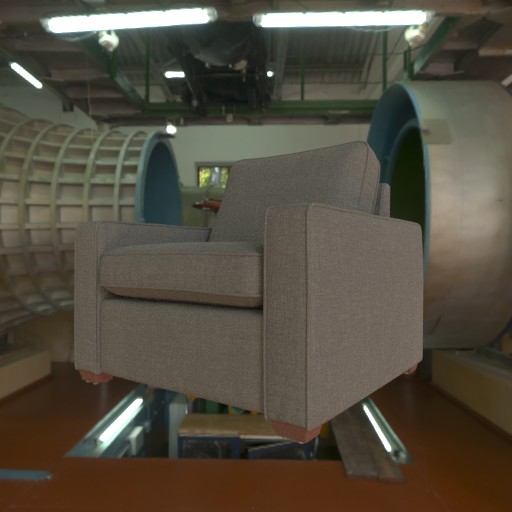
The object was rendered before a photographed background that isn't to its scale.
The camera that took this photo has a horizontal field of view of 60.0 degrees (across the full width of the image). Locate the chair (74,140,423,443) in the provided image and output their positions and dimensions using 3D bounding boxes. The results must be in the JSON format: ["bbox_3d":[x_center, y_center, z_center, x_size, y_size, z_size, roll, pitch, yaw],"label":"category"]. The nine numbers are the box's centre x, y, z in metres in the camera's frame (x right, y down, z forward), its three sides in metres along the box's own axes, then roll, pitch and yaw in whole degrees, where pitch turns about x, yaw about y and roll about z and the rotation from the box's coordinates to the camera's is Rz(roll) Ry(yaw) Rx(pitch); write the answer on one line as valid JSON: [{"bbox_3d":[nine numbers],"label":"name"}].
[{"bbox_3d":[0.000,0.000,1.696,1.017,0.919,0.940,0,0,36],"label":"chair"}]
